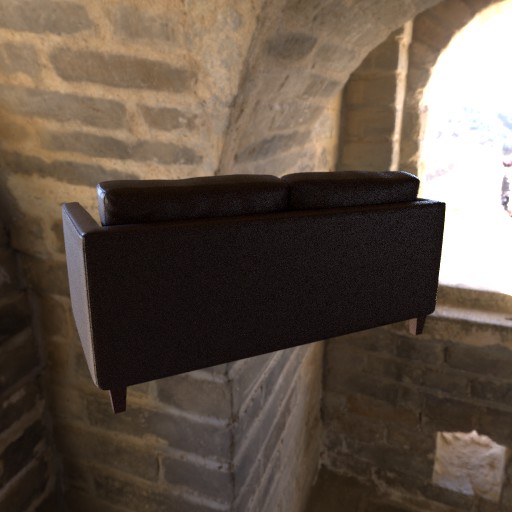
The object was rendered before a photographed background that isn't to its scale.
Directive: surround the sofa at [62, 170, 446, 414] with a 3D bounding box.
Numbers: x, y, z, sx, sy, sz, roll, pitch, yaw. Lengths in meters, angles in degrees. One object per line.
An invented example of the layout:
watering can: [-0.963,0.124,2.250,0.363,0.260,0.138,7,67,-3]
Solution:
sofa: [0.000,0.000,2.446,1.883,0.933,0.951,-7,16,-26]
